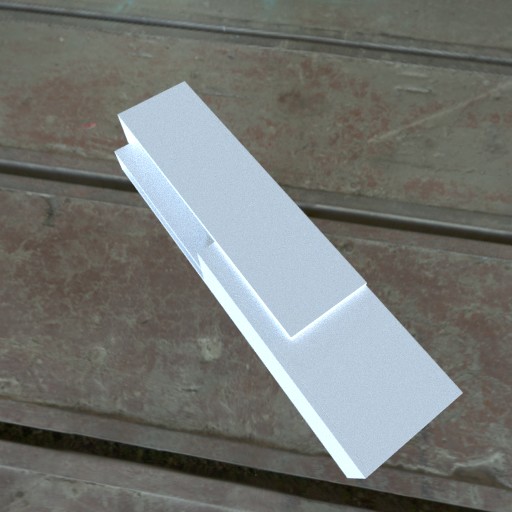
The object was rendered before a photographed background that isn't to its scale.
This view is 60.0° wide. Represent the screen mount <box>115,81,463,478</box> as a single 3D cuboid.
[{"bbox_3d":[0.000,0.000,1.792,0.420,0.320,1.680,-33,68,-15],"label":"screen mount"}]
